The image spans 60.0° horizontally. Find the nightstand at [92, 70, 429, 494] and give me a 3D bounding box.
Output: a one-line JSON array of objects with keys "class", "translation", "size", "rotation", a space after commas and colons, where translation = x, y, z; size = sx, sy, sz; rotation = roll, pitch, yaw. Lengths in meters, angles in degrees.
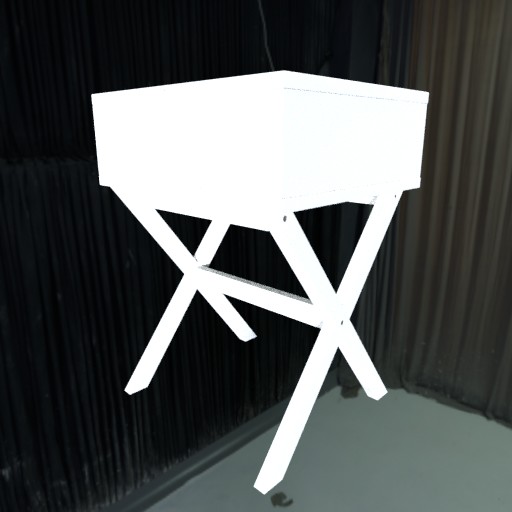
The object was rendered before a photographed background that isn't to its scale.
[{"class": "nightstand", "translation": [0.000, 0.000, 0.901], "size": [0.479, 0.623, 0.402], "rotation": [14, 21, 42]}]
